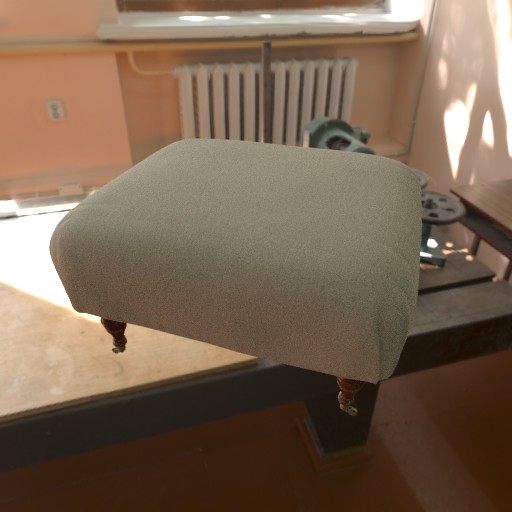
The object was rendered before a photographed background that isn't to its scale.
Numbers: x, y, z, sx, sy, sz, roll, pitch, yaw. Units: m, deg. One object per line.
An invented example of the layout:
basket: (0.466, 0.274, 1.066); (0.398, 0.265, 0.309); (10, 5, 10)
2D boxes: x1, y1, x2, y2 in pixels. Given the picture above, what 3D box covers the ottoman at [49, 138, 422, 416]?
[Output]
ottoman: (0.000, 0.000, 1.111); (0.746, 0.450, 0.639); (10, 34, 15)
